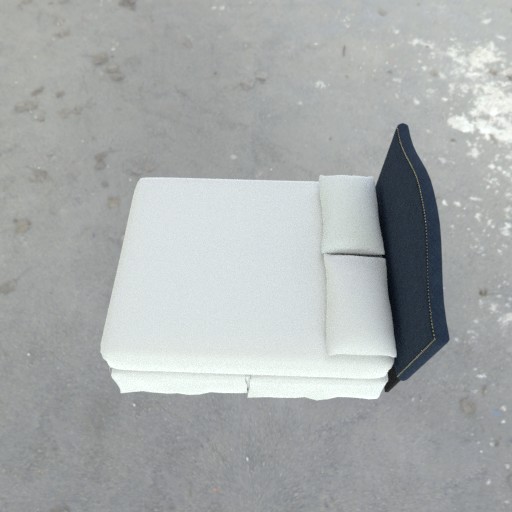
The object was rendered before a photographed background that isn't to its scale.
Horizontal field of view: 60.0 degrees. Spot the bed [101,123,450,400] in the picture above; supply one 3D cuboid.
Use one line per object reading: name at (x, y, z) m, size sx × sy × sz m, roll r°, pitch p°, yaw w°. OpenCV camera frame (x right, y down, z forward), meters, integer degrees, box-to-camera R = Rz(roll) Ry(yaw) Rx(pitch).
bed at (0.000, 0.000, 3.278) m, size 2.153 × 1.518 × 1.725 m, roll 2°, pitch 60°, yaw 1°
